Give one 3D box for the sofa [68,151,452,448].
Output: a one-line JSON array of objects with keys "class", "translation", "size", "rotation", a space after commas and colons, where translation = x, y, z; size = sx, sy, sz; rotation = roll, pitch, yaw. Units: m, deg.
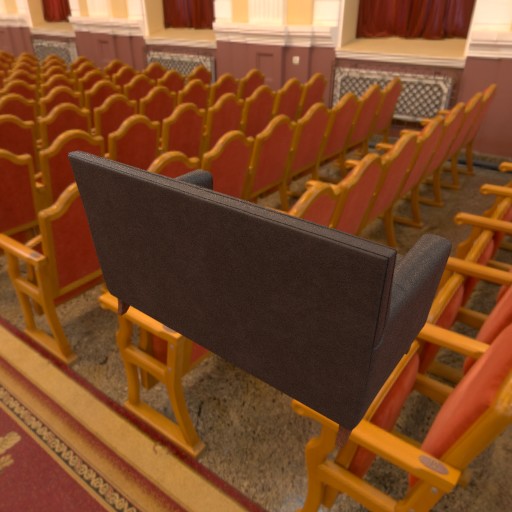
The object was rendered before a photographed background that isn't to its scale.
[{"class": "sofa", "translation": [0.000, 0.000, 2.012], "size": [1.473, 0.871, 0.787], "rotation": [21, 36, 32]}]
